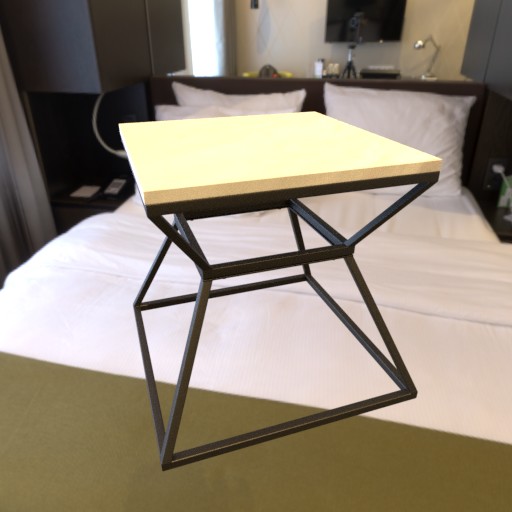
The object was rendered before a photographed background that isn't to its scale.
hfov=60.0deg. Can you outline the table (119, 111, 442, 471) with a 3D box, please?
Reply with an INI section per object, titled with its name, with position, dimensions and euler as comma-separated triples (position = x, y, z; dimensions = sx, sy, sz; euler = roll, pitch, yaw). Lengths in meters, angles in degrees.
[table]
position = 0.000, 0.000, 0.822
dimensions = 0.455, 0.431, 0.455
euler = -9, 29, -17
